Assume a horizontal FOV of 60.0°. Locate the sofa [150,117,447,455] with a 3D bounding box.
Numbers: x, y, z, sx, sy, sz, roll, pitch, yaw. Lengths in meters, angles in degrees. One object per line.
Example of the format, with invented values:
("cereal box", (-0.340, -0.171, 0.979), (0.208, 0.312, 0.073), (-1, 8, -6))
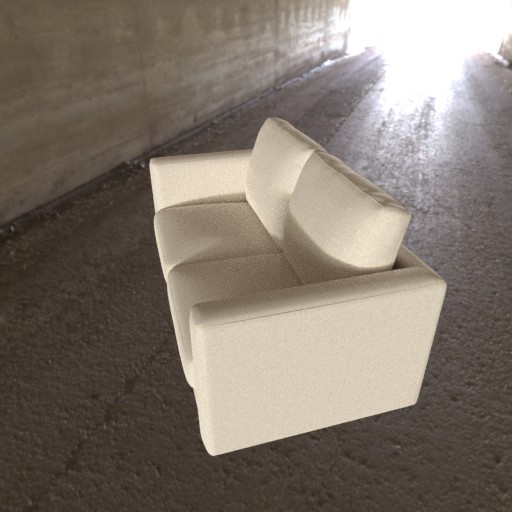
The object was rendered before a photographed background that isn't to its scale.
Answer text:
("sofa", (0.000, 0.000, 1.927), (0.796, 0.908, 1.430), (-8, 32, -14))
